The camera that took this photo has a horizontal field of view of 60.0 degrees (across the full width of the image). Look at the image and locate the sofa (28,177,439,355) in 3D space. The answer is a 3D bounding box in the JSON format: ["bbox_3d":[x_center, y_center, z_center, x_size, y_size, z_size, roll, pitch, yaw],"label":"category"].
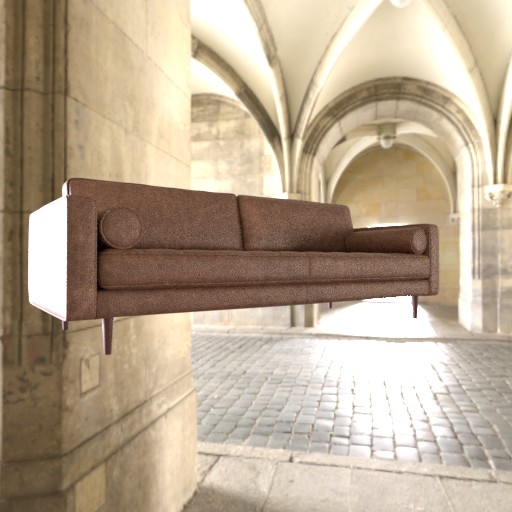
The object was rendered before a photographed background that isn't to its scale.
[{"bbox_3d":[0.000,0.000,2.500,2.210,0.762,0.914,1,-1,-35],"label":"sofa"}]
